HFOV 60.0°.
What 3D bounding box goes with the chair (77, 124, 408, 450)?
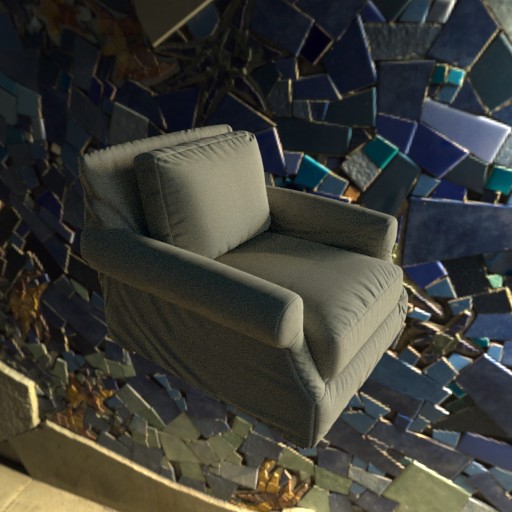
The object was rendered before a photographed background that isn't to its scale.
[{"bbox_3d":[0.000,0.000,1.780,1.066,0.866,0.940,18,31,32],"label":"chair"}]
